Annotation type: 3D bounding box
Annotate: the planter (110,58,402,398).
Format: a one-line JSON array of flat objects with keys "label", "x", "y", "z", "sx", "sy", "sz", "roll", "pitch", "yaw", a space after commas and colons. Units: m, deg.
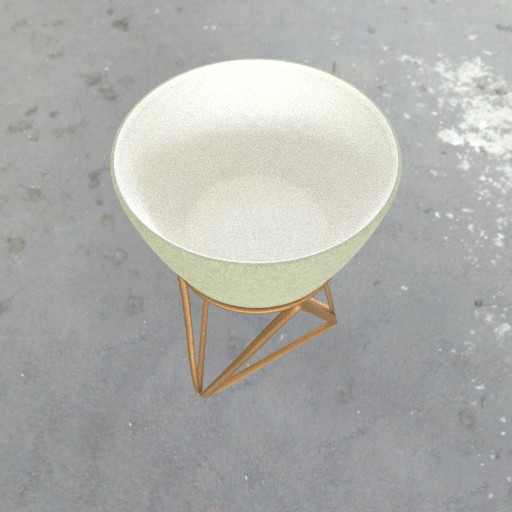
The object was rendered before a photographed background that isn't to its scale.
[{"label": "planter", "x": 0.000, "y": 0.000, "z": 0.750, "sx": 0.350, "sy": 0.504, "sz": 0.350, "roll": 1, "pitch": 58, "yaw": 0}]
